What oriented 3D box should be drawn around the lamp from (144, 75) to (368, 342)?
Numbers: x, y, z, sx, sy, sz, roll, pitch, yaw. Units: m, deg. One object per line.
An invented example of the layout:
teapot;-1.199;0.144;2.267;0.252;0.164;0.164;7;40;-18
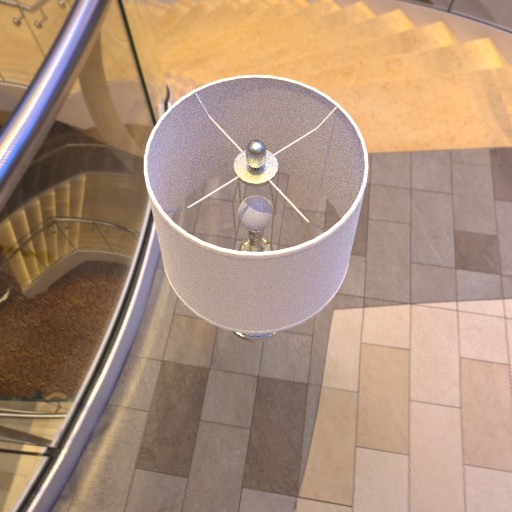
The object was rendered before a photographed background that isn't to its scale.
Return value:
lamp;0.000;0.000;0.963;0.383;0.733;0.383;0;64;0
